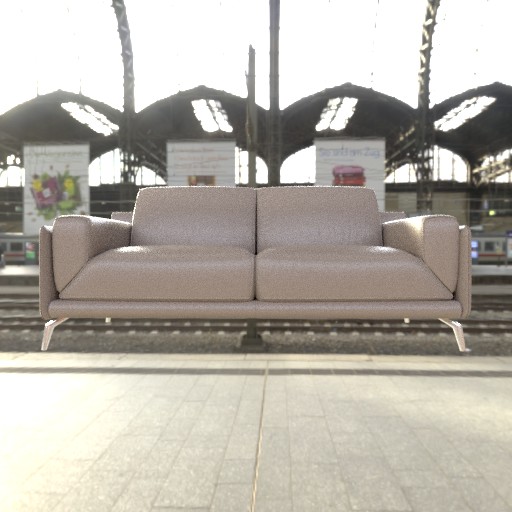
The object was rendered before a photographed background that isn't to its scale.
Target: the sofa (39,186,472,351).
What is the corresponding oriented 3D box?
[{"bbox_3d":[0.000,0.000,2.576,2.101,0.930,1.049,0,1,1],"label":"sofa"}]
